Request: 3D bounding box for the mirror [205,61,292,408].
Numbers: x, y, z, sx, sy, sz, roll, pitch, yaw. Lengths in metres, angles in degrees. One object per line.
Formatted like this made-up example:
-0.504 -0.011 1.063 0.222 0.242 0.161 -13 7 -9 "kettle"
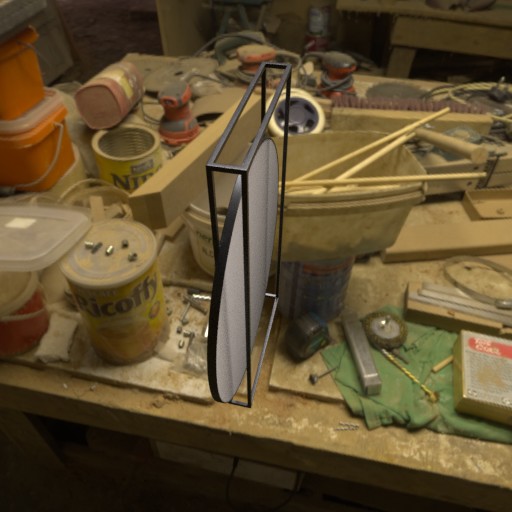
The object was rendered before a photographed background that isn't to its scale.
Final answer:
0.000 0.000 0.842 0.051 0.603 0.508 9 46 9 "mirror"
